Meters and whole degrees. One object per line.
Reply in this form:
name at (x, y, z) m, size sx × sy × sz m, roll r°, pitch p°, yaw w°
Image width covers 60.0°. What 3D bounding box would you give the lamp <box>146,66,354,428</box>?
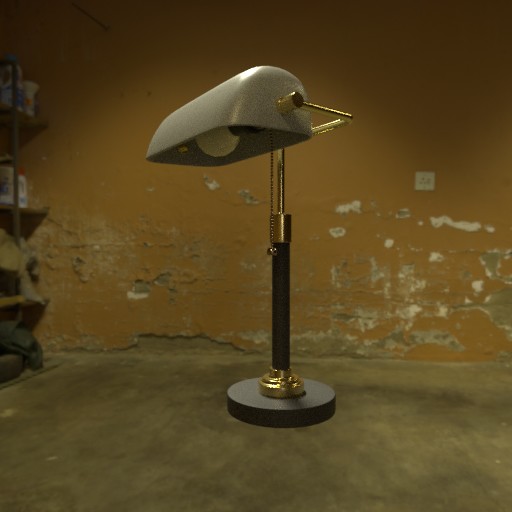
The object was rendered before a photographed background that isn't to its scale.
lamp at (0.000, 0.000, 0.566) m, size 0.227 × 0.404 × 0.269 m, roll 0°, pitch 0°, yaw -37°
